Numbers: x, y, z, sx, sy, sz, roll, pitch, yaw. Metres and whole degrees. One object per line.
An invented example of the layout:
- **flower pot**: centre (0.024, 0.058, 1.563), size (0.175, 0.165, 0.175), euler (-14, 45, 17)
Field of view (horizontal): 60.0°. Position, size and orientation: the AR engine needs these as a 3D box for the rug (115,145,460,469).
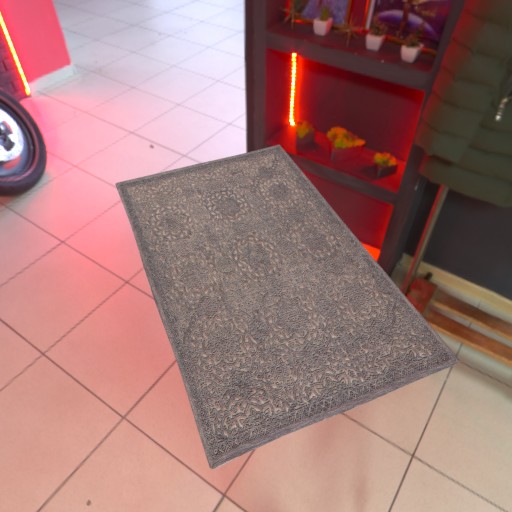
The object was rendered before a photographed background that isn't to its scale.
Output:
- **rug**: centre (0.000, 0.000, 3.161), size (1.535, 0.022, 2.498), euler (-17, 49, -16)
